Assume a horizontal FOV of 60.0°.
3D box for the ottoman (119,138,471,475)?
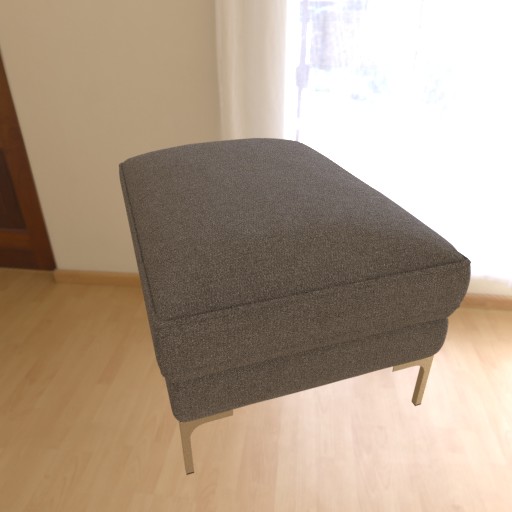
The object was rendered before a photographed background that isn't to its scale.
[{"bbox_3d":[0.000,0.000,1.117,0.583,0.464,0.785,-10,32,-16],"label":"ottoman"}]
